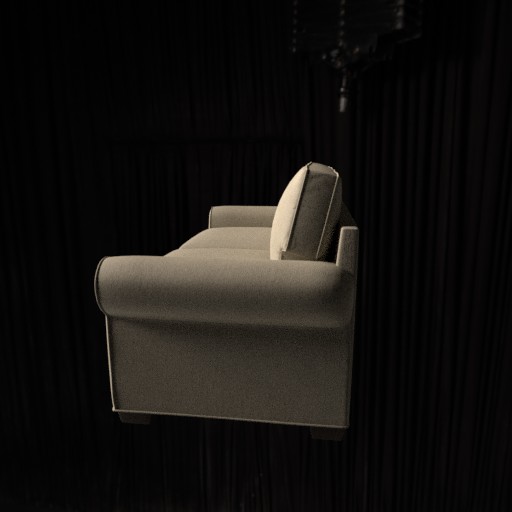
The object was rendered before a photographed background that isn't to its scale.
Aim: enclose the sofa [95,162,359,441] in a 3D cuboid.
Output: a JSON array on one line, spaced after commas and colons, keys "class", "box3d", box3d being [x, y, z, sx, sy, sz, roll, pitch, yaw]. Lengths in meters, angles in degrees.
[{"class": "sofa", "box3d": [0.000, 0.000, 2.250, 0.861, 0.933, 1.774, 2, 13, 7]}]
